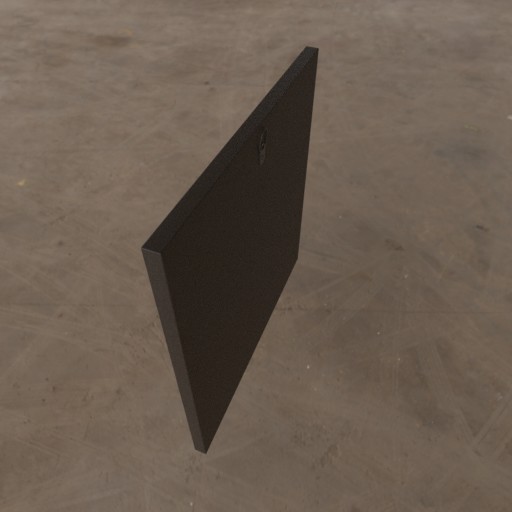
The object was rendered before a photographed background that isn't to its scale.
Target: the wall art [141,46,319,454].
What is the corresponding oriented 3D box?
[{"bbox_3d":[0.000,0.000,1.199,0.043,0.807,0.805,16,49,15],"label":"wall art"}]
